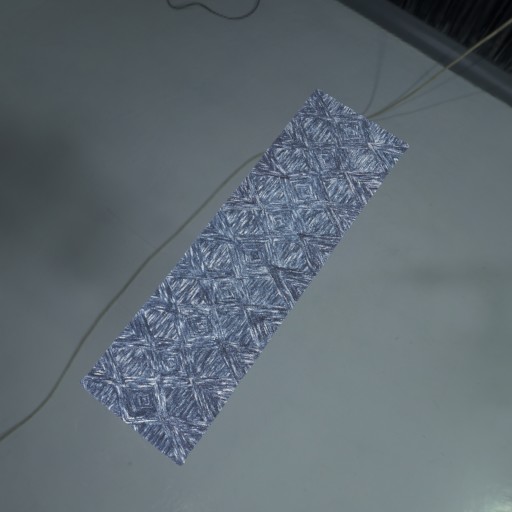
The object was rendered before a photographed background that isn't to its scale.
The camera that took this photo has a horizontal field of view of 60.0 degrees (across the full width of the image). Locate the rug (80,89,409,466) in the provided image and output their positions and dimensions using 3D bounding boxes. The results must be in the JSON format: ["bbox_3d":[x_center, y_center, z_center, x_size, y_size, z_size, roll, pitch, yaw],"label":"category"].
[{"bbox_3d":[0.000,0.000,2.600,0.719,0.013,2.306,35,78,9],"label":"rug"}]
